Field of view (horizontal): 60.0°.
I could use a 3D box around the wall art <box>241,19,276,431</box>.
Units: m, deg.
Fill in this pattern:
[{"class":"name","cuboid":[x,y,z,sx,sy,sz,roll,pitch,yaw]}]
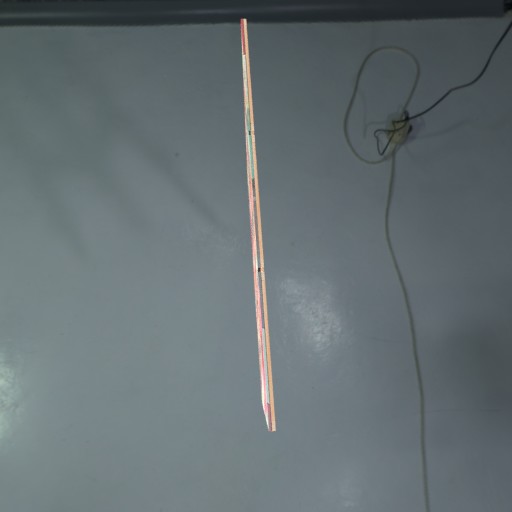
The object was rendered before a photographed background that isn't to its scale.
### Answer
[{"class":"wall art","cuboid":[0.000,0.000,1.362,0.012,0.910,0.911,-4,75,-1]}]
